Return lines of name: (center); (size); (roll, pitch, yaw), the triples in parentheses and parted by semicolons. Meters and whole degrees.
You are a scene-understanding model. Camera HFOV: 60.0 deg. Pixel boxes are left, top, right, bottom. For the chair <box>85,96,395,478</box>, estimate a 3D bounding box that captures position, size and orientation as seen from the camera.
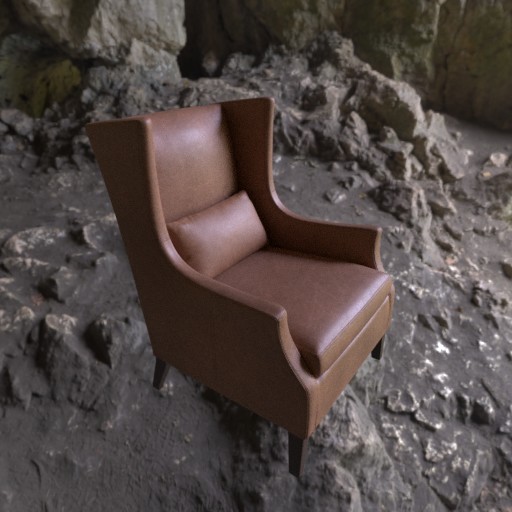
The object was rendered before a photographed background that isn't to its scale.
chair: (0.000, 0.000, 1.715); (0.913, 1.088, 0.815); (17, 30, 31)
